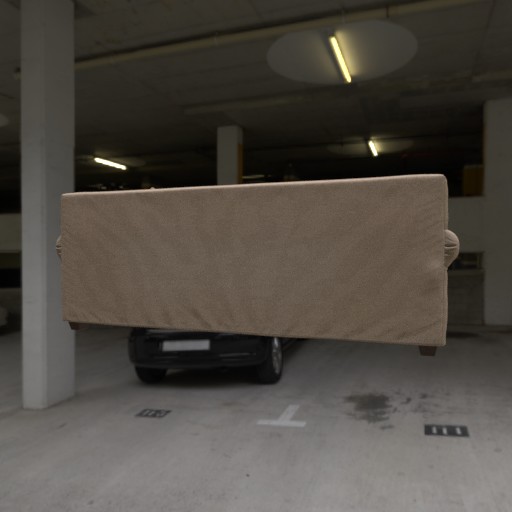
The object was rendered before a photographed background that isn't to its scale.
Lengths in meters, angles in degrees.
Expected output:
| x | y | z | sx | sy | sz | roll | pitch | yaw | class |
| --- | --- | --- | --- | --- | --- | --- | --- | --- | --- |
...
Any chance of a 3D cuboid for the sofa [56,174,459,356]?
| x | y | z | sx | sy | sz | roll | pitch | yaw | class |
| --- | --- | --- | --- | --- | --- | --- | --- | --- | --- |
| 0.000 | 0.000 | 2.819 | 2.285 | 0.904 | 1.067 | 0 | 1 | 19 | sofa |
